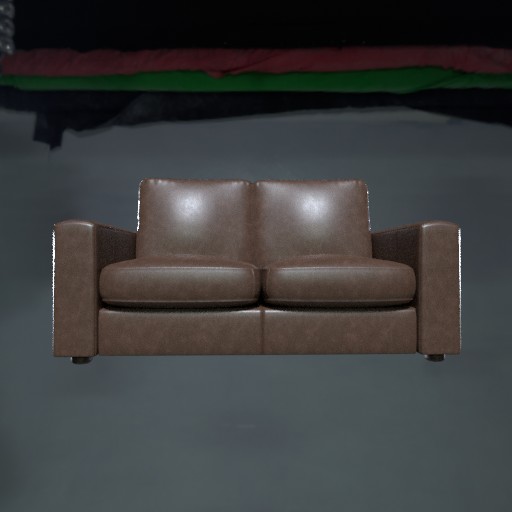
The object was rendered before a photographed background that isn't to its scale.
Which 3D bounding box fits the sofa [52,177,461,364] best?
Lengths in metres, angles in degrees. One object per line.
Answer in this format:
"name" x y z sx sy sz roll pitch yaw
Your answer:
"sofa" 0.000 0.000 2.205 1.616 0.873 1.016 0 -1 -2
